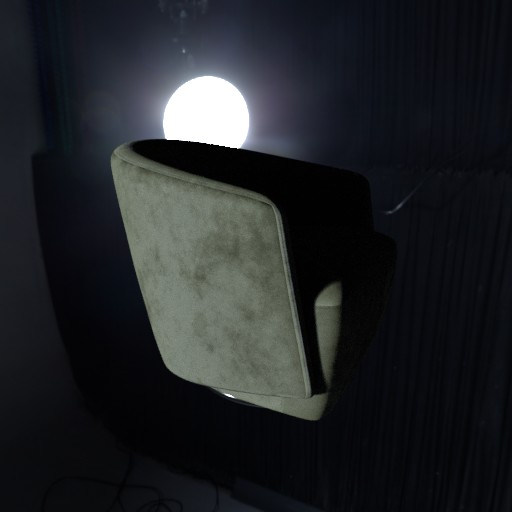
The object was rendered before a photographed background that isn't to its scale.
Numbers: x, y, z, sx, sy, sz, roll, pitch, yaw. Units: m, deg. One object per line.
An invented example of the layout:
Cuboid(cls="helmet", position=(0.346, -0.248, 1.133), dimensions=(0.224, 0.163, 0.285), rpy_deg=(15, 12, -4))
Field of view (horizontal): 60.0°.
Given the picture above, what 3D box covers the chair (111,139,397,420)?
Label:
Cuboid(cls="chair", position=(0.000, 0.000, 1.362), dimensions=(0.767, 0.698, 0.773), rpy_deg=(7, 16, 26))
